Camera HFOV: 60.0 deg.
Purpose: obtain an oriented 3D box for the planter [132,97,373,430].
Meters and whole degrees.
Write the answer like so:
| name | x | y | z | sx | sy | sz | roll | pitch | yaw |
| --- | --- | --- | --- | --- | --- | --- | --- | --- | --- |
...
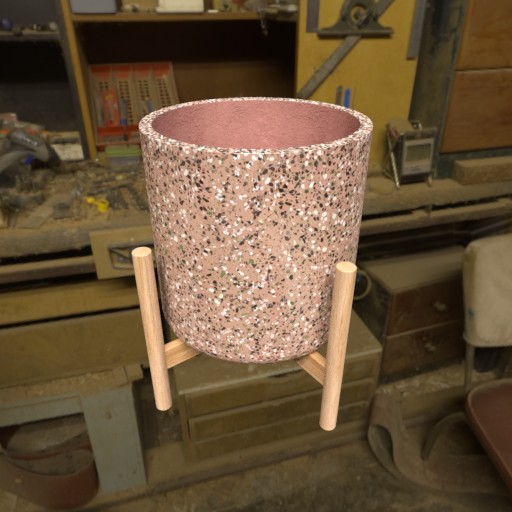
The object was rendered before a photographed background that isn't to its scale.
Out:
| name | x | y | z | sx | sy | sz | roll | pitch | yaw |
| --- | --- | --- | --- | --- | --- | --- | --- | --- | --- |
| planter | 0.000 | 0.000 | 0.692 | 0.360 | 0.419 | 0.360 | -7 | 31 | -12 |
